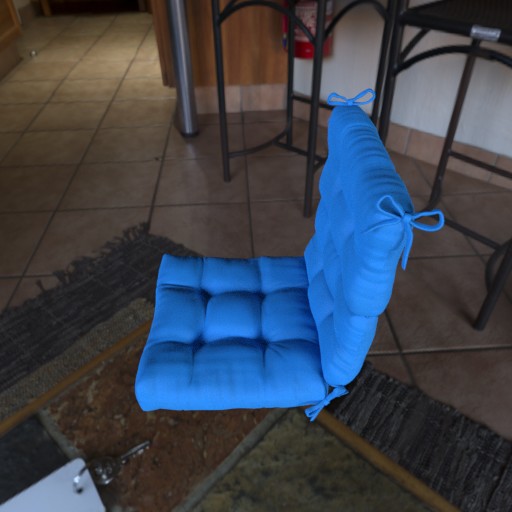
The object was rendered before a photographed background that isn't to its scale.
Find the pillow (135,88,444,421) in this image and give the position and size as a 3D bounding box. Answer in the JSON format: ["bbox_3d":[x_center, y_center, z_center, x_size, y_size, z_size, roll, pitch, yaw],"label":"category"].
[{"bbox_3d":[0.000,0.000,1.029,0.571,0.605,0.519,-1,41,-1],"label":"pillow"}]
